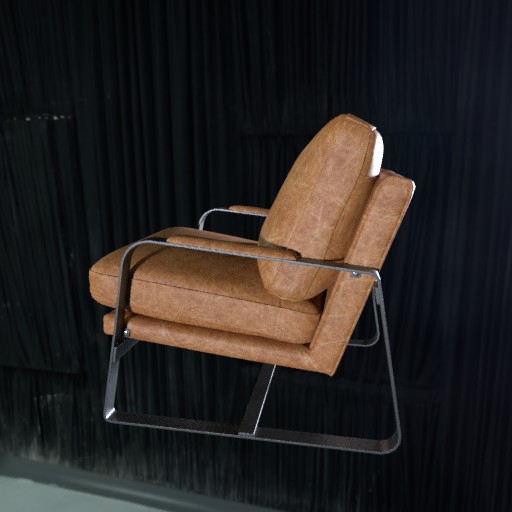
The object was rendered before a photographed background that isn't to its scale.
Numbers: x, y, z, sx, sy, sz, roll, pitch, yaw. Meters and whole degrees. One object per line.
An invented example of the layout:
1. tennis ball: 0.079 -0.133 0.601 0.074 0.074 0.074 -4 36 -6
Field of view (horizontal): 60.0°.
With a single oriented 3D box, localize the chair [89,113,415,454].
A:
1. chair: 0.000 0.000 1.324 0.801 0.777 0.651 2 13 10
